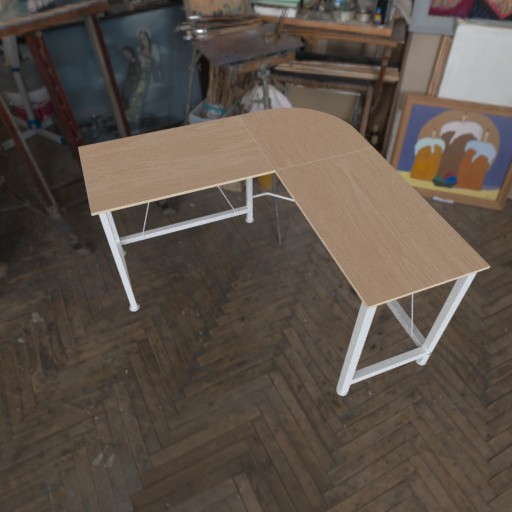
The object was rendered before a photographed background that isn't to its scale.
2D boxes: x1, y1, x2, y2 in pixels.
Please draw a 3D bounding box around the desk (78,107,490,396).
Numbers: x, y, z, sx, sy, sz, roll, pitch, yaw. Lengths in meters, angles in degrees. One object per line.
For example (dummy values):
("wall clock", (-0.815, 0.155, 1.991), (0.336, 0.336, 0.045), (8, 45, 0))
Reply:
("desk", (0.000, 0.000, 2.262), (1.400, 0.762, 1.400), (-16, 49, -14))
